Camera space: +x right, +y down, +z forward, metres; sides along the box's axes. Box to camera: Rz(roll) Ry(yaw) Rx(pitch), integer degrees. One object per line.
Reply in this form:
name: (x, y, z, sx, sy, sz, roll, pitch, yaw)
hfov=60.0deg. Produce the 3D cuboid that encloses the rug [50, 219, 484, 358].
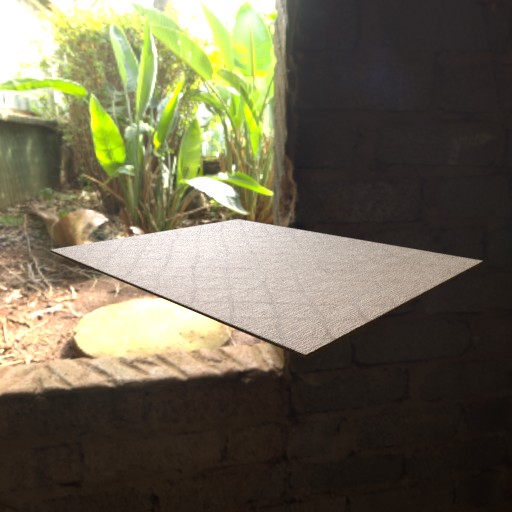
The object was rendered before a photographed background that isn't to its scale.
rug: (0.000, 0.000, 3.953, 3.039, 0.019, 2.420, 14, 20, 43)
